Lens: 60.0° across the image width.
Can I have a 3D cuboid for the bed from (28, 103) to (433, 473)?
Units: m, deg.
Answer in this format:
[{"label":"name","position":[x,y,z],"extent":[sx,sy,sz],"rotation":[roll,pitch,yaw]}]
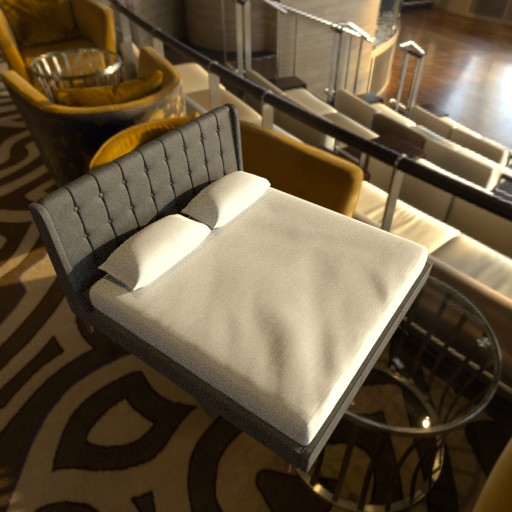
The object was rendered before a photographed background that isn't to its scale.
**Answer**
[{"label":"bed","position":[0.000,0.000,2.546],"extent":[1.638,0.933,1.531],"rotation":[25,47,26]}]
